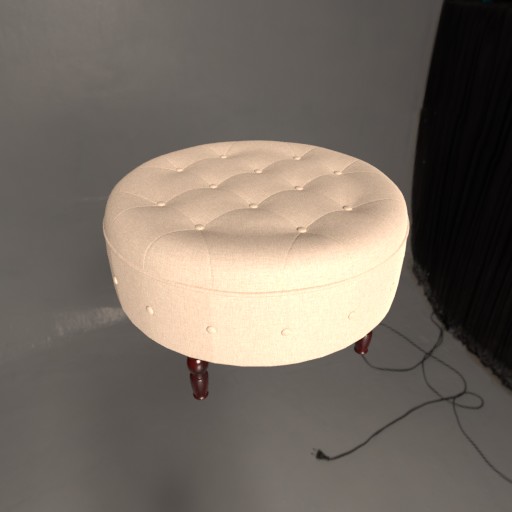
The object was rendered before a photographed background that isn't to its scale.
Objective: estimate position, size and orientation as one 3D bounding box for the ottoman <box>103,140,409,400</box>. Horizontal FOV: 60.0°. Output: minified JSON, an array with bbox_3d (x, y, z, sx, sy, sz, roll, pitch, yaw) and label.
[{"bbox_3d":[0.000,0.000,1.366,0.848,0.494,0.848,0,32,0],"label":"ottoman"}]
